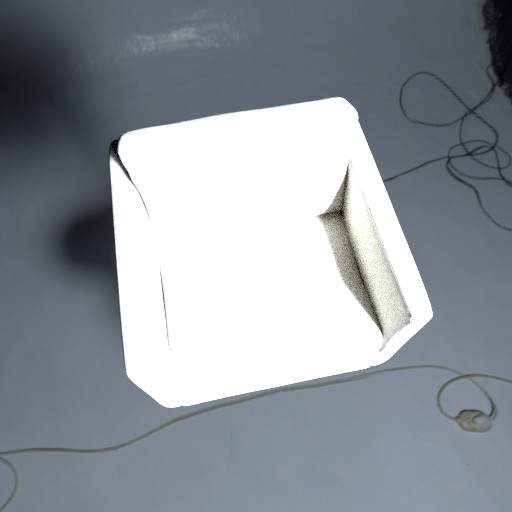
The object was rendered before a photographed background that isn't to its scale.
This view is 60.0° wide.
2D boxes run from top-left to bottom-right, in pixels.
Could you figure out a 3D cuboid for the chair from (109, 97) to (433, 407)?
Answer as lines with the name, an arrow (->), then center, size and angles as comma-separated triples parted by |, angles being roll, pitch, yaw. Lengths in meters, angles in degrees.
chair -> 0.000, 0.000, 1.768 | 0.996, 0.919, 0.959 | -10, 64, -5
